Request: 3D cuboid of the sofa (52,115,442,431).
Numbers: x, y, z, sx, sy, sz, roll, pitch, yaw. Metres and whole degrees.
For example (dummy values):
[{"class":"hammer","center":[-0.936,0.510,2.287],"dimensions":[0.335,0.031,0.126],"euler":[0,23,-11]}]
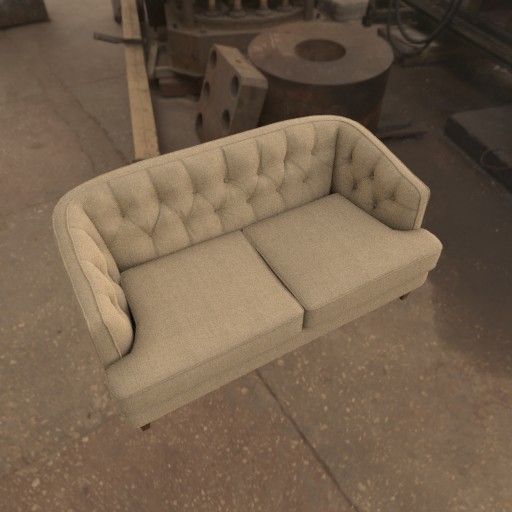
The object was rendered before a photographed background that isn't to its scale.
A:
[{"class":"sofa","center":[0.000,0.000,2.256],"dimensions":[1.733,0.855,0.941],"euler":[-22,49,-20]}]
